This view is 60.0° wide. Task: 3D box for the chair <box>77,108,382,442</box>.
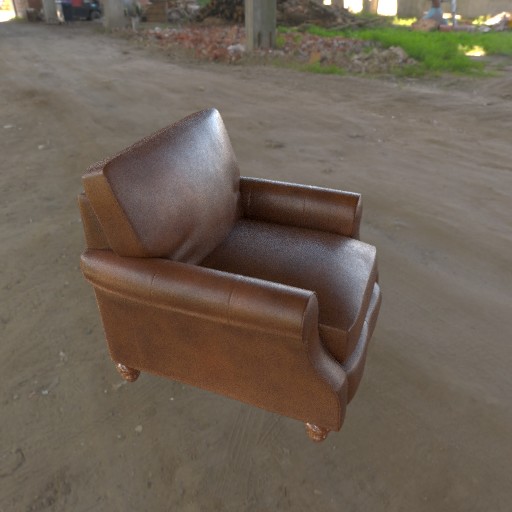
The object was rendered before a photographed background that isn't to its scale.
[{"bbox_3d":[0.000,0.000,1.773,0.992,0.972,0.989,11,32,18],"label":"chair"}]
